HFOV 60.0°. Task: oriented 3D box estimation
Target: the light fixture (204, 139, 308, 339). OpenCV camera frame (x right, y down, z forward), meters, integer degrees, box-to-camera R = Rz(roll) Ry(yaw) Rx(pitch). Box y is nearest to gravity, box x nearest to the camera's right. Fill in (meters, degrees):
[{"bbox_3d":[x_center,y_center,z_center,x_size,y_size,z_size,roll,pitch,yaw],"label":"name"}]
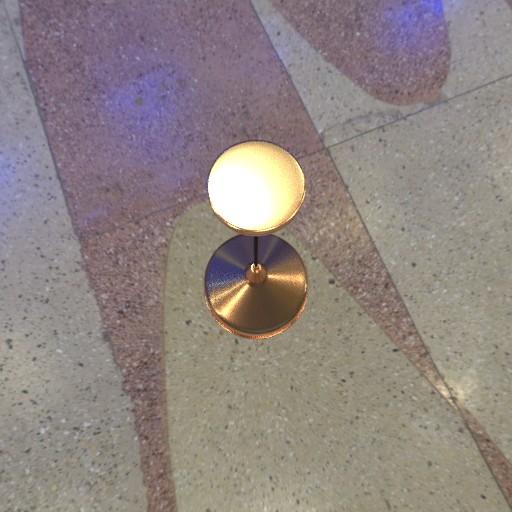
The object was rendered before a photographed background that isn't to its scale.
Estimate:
[{"bbox_3d":[0.000,0.000,0.915,0.301,0.754,0.301,-20,77,-5],"label":"light fixture"}]
